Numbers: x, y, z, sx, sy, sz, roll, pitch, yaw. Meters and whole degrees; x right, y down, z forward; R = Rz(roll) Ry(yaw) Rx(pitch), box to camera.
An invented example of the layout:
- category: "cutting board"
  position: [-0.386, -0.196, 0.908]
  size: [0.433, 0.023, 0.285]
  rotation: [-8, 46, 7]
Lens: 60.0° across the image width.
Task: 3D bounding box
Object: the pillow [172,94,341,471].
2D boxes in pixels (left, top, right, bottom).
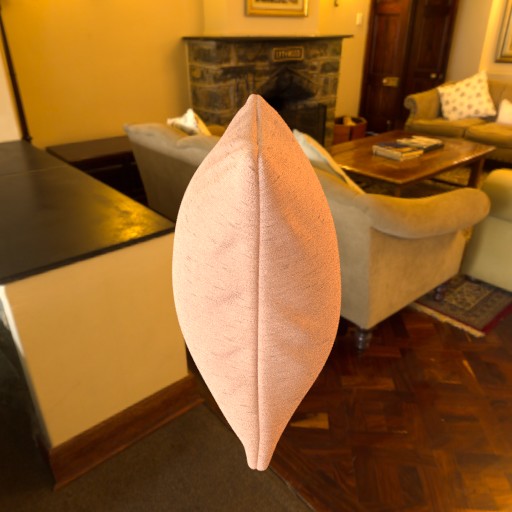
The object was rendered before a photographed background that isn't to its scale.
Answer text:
- category: "pillow"
  position: [0.000, 0.000, 0.668]
  size: [0.246, 0.415, 0.432]
  rotation: [0, 27, 0]
